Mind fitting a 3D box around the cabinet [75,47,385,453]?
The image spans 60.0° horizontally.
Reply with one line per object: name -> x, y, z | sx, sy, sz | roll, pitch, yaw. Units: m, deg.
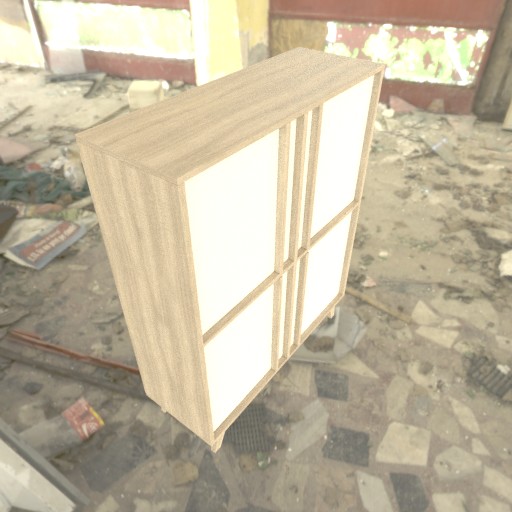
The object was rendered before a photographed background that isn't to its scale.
cabinet -> 0.000, 0.000, 1.898 | 0.398, 1.388, 1.111 | 26, 46, 28
